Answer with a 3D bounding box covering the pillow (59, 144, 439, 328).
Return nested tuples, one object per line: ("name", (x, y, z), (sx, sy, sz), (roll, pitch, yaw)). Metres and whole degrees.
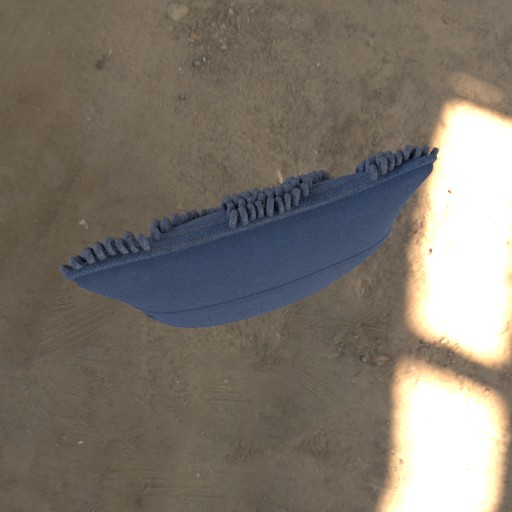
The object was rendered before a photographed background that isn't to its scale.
("pillow", (0.000, 0.000, 0.726), (0.469, 0.466, 0.172), (-18, 76, -5))
